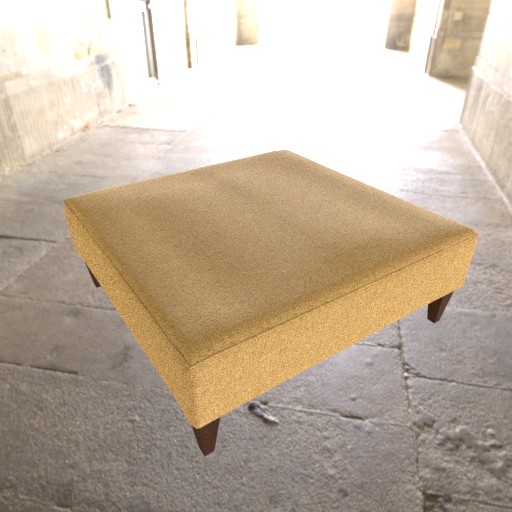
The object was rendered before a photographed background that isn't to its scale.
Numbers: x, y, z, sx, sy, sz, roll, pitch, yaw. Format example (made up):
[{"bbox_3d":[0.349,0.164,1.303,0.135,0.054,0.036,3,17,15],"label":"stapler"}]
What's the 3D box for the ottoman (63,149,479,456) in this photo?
[{"bbox_3d":[0.000,0.000,1.504,0.981,0.378,0.970,-20,37,-29],"label":"ottoman"}]
